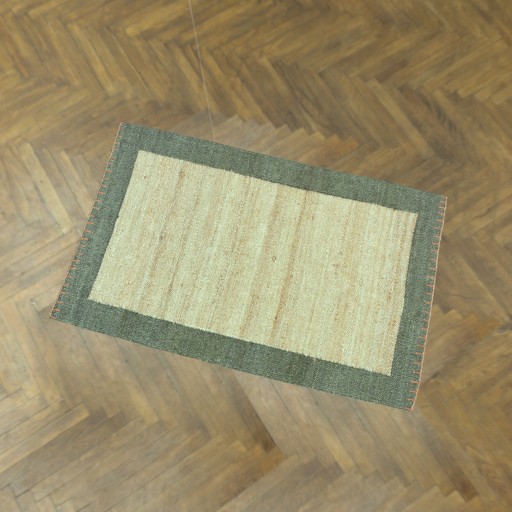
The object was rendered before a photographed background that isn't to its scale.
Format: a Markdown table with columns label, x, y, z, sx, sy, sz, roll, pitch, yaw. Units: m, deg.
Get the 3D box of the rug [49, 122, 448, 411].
| label | x | y | z | sx | sy | sz | roll | pitch | yaw |
| --- | --- | --- | --- | --- | --- | --- | --- | --- | --- |
| rug | 0.000 | 0.000 | 3.019 | 2.435 | 0.006 | 1.521 | 14 | 76 | 3 |
